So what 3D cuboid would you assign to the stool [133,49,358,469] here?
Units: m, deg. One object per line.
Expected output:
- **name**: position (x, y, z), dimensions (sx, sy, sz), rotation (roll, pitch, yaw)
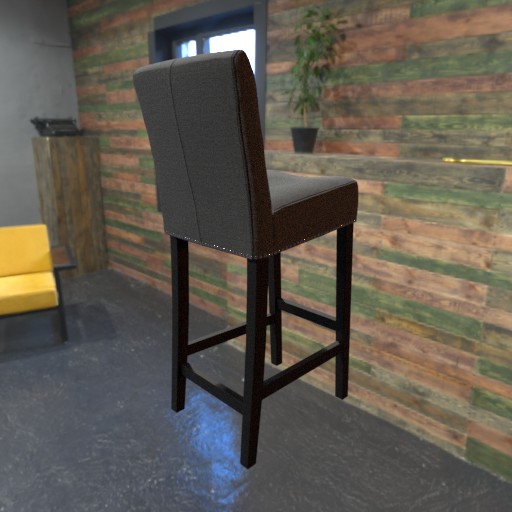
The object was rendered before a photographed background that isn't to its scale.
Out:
- **stool**: position (0.000, 0.000, 1.329), dimensions (0.548, 1.047, 0.411), rotation (-15, 22, -42)
